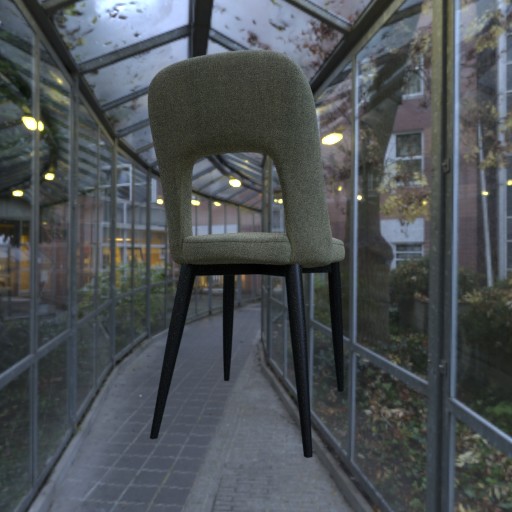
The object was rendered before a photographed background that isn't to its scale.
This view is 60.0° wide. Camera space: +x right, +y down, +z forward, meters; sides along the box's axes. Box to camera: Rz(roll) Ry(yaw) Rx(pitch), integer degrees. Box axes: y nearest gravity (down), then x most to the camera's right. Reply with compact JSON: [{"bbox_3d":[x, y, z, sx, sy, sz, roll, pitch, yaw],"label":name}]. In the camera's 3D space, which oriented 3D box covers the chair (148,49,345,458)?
[{"bbox_3d":[0.000,0.000,1.286,0.470,0.931,0.612,0,0,18],"label":"chair"}]
